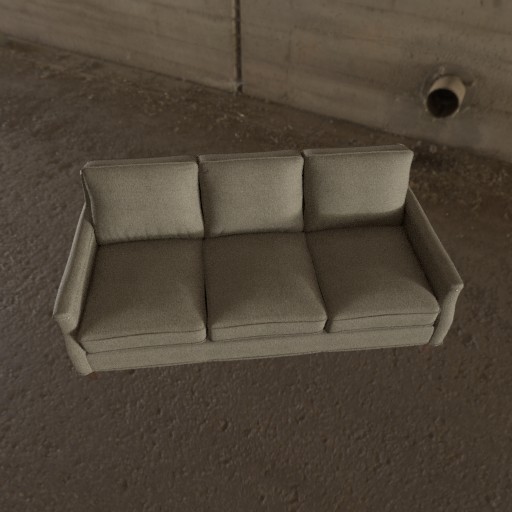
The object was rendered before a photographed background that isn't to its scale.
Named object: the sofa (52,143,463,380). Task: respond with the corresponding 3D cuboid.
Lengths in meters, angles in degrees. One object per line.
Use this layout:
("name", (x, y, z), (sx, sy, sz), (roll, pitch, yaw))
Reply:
("sofa", (0.000, 0.000, 2.790), (2.246, 1.003, 1.084), (-4, 47, -4))
